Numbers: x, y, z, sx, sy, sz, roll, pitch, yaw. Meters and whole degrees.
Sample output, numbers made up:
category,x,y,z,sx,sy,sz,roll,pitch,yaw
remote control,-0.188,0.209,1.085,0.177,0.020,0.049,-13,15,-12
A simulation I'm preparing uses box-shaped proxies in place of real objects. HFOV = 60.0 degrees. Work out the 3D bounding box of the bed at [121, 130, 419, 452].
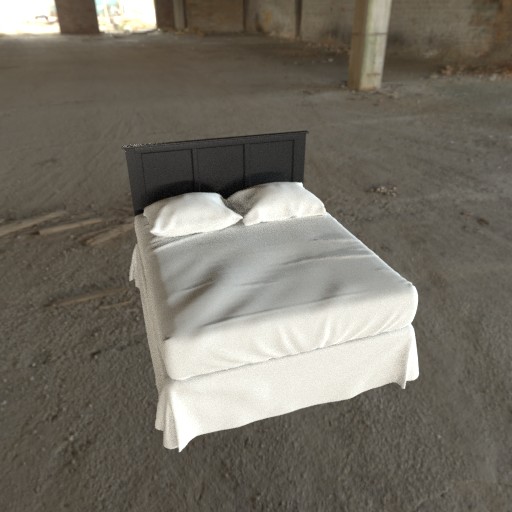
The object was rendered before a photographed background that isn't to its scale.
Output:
category,x,y,z,sx,sy,sz,roll,pitch,yaw
bed,0.000,0.000,3.319,1.870,1.270,2.050,-9,31,-16
